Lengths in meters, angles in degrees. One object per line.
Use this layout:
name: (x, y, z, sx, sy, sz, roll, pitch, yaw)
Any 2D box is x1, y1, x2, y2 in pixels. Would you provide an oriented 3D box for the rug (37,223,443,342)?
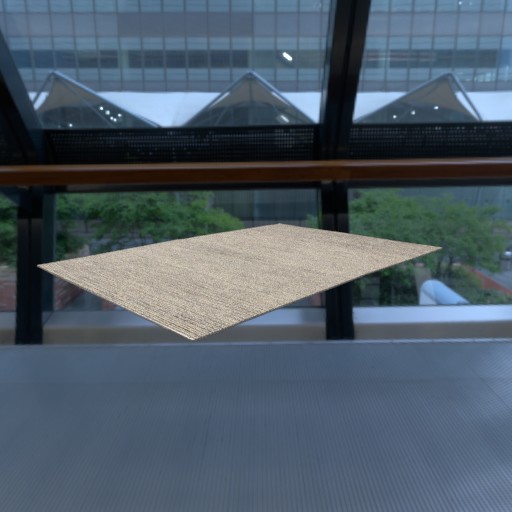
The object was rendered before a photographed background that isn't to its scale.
rug: (0.000, 0.000, 3.027, 1.604, 0.030, 2.307, 13, 19, 43)
